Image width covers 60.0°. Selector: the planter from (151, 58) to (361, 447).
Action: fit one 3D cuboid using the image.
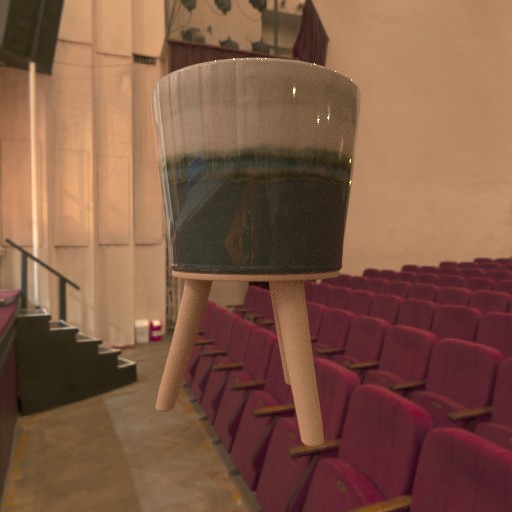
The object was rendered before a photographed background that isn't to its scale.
[{"bbox_3d":[0.000,0.000,0.472,0.217,0.331,0.217,0,1,-18],"label":"planter"}]
